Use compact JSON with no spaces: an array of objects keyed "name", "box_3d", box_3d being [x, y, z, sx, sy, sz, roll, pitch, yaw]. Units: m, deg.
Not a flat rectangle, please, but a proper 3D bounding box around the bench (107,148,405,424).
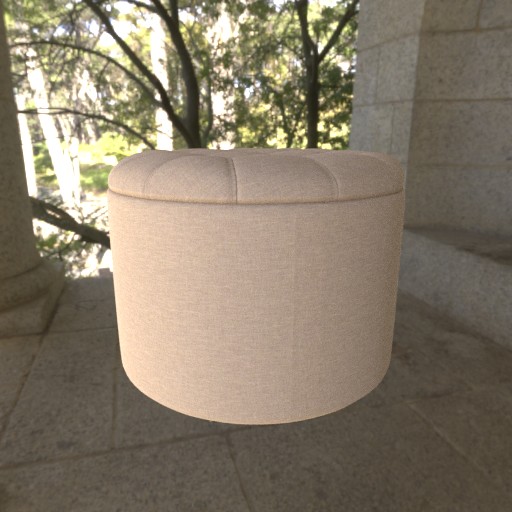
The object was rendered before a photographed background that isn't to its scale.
[{"name":"bench","box_3d":[0.000,0.000,0.971,0.600,0.454,0.600,0,15,0]}]
